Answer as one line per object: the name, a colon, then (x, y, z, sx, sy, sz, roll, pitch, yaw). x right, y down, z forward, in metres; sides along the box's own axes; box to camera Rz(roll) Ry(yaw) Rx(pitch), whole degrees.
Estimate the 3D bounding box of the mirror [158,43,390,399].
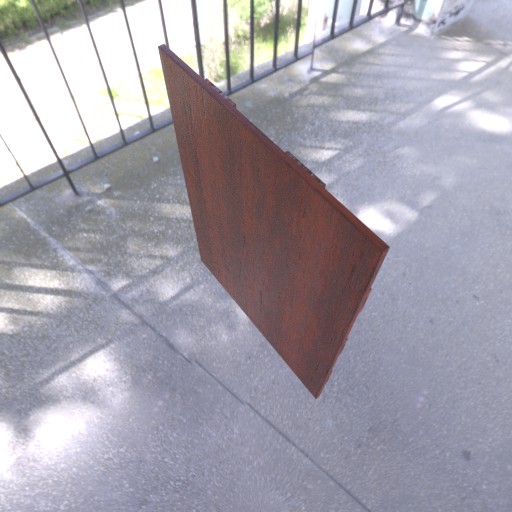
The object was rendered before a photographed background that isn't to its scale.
mirror: (0.000, 0.000, 1.083, 0.021, 0.805, 0.600, -33, 64, -19)
